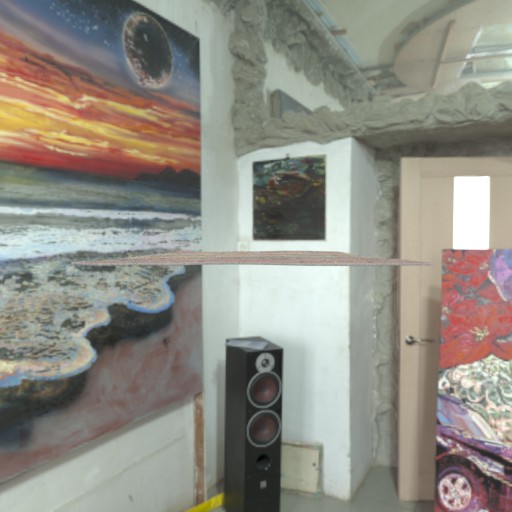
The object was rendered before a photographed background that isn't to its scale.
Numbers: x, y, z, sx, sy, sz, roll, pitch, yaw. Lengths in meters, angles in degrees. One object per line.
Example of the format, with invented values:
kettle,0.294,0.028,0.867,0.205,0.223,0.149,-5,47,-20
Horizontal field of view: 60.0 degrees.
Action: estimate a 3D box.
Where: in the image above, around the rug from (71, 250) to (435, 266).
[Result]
rug,0.000,0.000,3.080,1.537,0.029,2.439,0,2,1
